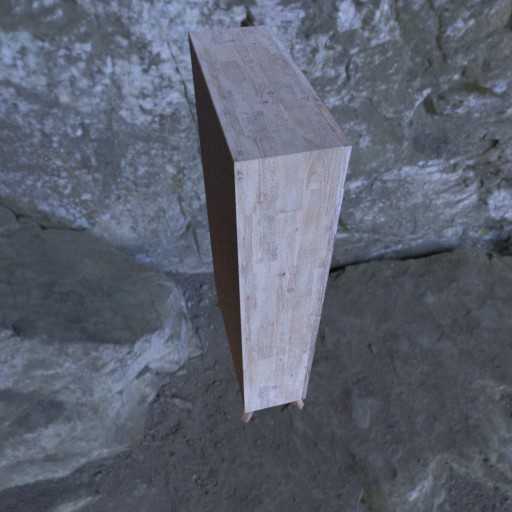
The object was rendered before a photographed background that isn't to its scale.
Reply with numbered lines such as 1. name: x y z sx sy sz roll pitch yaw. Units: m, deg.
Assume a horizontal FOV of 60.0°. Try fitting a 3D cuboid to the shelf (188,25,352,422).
1. shelf: 0.000 0.000 1.785 0.308 1.471 0.748 -10 48 -9
